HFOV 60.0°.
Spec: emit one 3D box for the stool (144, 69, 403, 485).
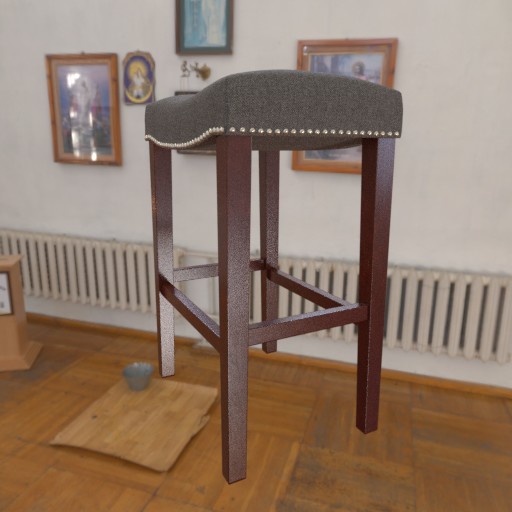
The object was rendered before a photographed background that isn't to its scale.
[{"bbox_3d":[0.000,0.000,1.029,0.372,0.742,0.504,-7,15,-27],"label":"stool"}]
